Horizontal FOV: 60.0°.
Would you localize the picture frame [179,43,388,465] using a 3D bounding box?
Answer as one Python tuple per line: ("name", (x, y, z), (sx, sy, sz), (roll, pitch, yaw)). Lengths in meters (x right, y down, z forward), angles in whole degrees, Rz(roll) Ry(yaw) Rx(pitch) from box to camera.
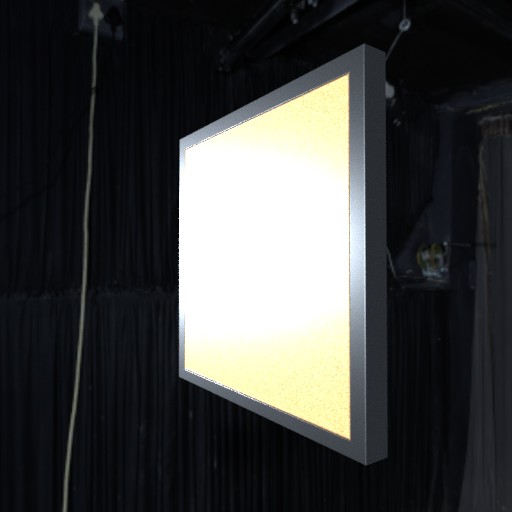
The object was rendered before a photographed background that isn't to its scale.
("picture frame", (0.000, 0.000, 0.523), (0.029, 0.353, 0.355), (1, -1, -35))
